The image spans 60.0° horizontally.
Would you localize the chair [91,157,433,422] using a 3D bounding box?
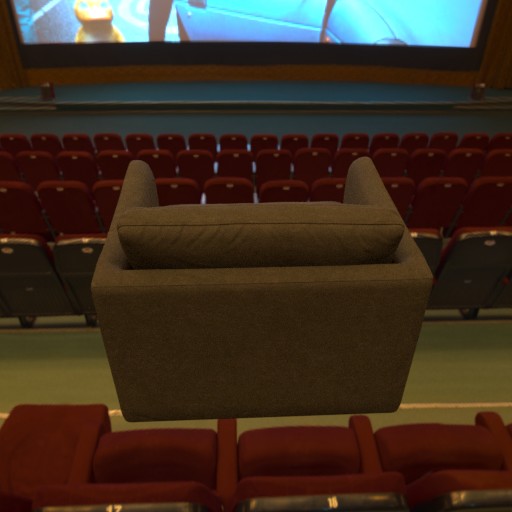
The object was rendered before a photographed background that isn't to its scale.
[{"bbox_3d":[0.000,0.000,1.892,1.190,0.845,1.091,-1,32,-2],"label":"chair"}]
